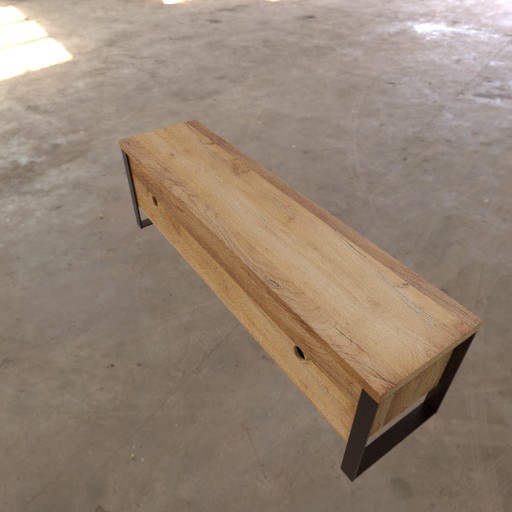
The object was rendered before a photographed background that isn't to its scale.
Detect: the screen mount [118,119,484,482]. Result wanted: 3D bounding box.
[{"bbox_3d":[0.000,0.000,1.680,0.395,0.450,1.524,-24,46,-26],"label":"screen mount"}]
